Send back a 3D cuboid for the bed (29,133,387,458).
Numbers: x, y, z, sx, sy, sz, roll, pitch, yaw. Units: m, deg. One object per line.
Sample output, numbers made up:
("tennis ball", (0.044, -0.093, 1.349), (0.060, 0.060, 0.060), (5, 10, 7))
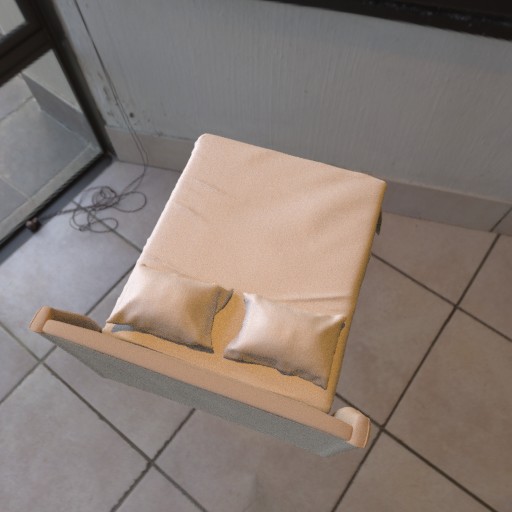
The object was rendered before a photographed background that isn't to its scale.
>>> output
("bed", (0.000, 0.000, 3.348), (1.925, 1.332, 2.276), (17, 65, 8))
